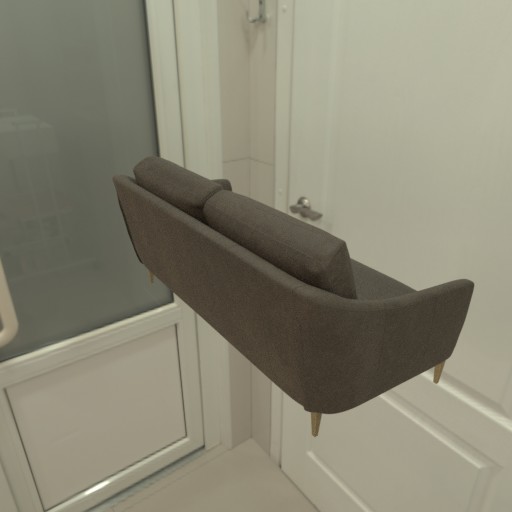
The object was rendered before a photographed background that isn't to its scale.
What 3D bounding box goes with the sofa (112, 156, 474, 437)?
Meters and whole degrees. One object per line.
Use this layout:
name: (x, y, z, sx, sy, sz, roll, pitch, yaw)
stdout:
sofa: (0.000, 0.000, 2.502, 0.960, 0.902, 2.036, -18, 31, -32)
